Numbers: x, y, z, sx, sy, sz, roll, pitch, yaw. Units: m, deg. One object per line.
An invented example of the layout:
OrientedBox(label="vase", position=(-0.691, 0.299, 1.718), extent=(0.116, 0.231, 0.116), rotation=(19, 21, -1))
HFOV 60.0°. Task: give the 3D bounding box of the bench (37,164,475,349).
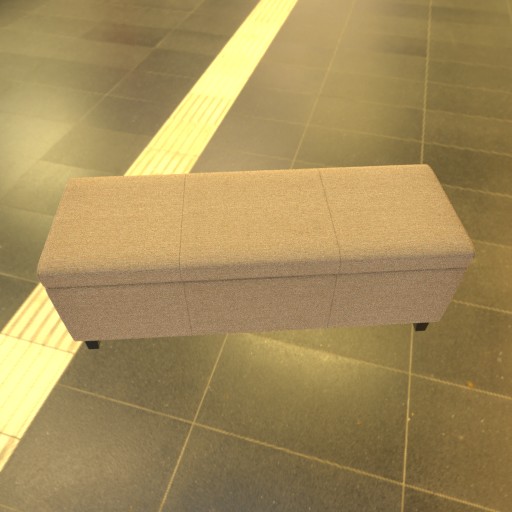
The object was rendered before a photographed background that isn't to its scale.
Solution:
OrientedBox(label="bench", position=(0.000, 0.000, 1.537), extent=(1.269, 0.438, 0.446), rotation=(-3, 48, -2))
